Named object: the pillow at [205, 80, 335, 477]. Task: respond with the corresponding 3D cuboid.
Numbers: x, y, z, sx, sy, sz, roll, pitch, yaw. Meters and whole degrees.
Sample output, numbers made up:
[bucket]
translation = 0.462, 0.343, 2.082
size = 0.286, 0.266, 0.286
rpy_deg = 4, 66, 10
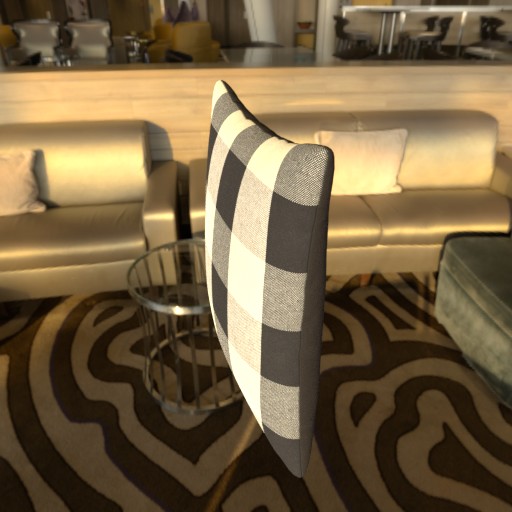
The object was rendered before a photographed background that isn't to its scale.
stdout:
[pillow]
translation = 0.000, 0.000, 0.766
size = 0.161, 0.509, 0.511
rpy_deg = -8, 30, -14
